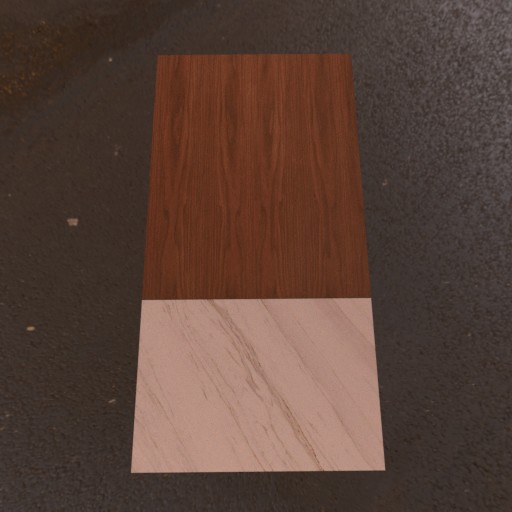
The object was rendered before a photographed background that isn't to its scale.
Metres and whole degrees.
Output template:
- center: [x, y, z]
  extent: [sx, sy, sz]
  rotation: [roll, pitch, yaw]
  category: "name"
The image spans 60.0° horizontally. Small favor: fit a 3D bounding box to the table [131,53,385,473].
- center: [0.000, 0.000, 1.857]
  extent: [0.789, 0.551, 1.553]
  rotation: [0, 74, 0]
  category: "table"
